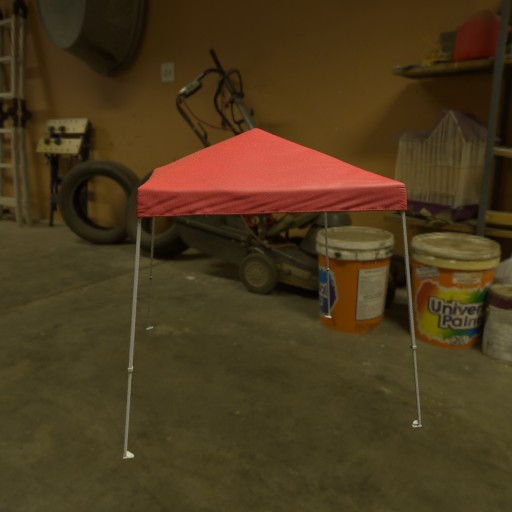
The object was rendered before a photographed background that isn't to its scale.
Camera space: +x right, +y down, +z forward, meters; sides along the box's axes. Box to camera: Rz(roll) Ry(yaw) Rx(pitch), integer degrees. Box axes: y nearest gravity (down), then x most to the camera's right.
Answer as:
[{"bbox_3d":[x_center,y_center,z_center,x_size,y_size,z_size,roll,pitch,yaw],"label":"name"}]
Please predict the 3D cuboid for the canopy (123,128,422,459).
[{"bbox_3d":[0.000,0.000,5.138,2.849,2.849,2.848,-2,15,-9],"label":"canopy"}]
